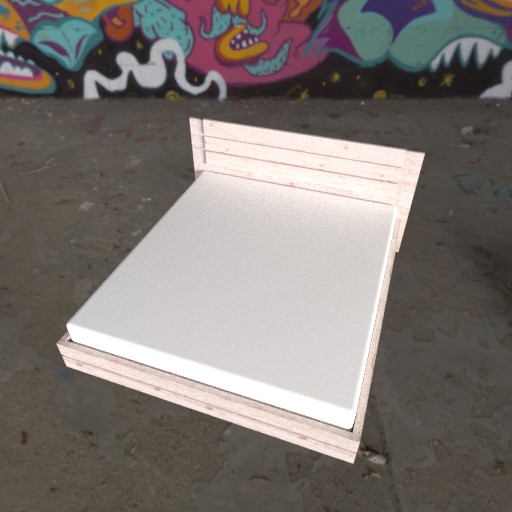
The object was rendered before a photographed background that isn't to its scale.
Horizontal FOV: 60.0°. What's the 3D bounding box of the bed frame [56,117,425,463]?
[{"bbox_3d":[0.000,0.000,3.138,1.950,0.970,2.080,13,42,15],"label":"bed frame"}]
